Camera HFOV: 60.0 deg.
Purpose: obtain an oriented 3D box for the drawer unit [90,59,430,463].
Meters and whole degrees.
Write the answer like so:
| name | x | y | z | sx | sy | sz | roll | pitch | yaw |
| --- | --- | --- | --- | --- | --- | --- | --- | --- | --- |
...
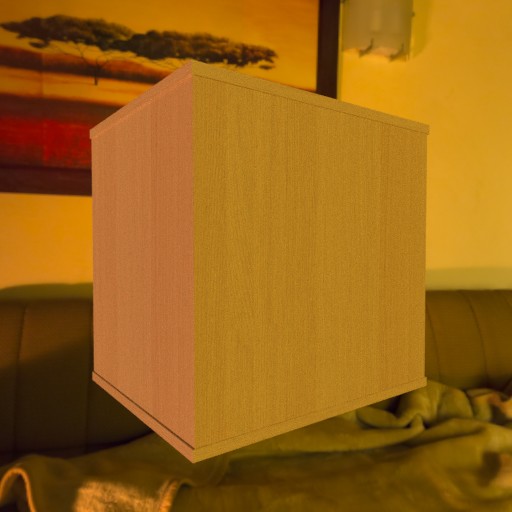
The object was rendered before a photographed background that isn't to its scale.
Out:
| name | x | y | z | sx | sy | sz | roll | pitch | yaw |
| --- | --- | --- | --- | --- | --- | --- | --- | --- | --- |
| drawer unit | 0.000 | 0.000 | 0.596 | 0.349 | 0.344 | 0.290 | -1 | 2 | -36 |
